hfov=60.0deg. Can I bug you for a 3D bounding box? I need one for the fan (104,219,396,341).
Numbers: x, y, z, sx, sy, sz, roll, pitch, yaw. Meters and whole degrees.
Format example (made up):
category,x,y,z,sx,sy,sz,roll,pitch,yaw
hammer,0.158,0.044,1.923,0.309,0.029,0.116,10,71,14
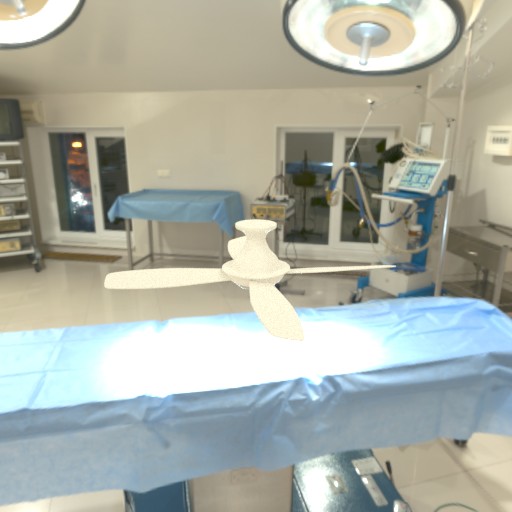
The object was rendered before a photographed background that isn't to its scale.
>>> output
category,x,y,z,sx,sy,sz,roll,pitch,yaw
fan,0.000,0.000,2.553,1.694,0.382,1.693,-3,17,-9
